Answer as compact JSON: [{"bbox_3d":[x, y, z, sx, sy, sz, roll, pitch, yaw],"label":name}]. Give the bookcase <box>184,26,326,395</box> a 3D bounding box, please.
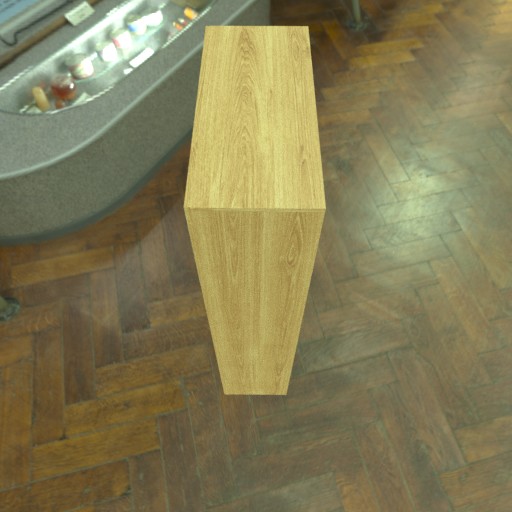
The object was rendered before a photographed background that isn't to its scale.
[{"bbox_3d":[0.000,0.000,2.413,0.420,2.020,0.950,0,58,0],"label":"bookcase"}]
